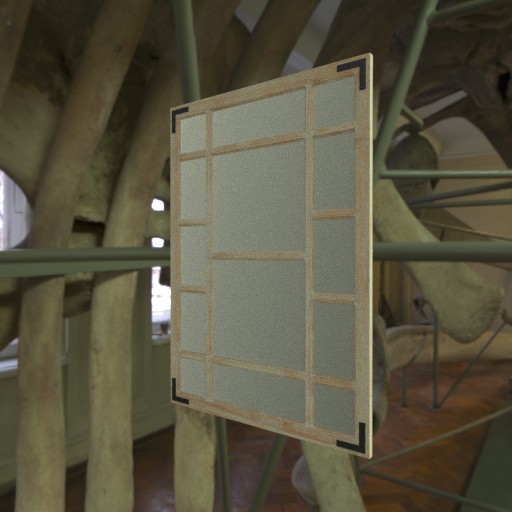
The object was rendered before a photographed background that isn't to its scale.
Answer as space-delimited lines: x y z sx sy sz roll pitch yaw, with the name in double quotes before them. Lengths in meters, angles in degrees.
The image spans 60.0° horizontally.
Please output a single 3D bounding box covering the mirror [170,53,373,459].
"mirror" 0.000 0.000 1.300 0.705 0.996 0.025 0 0 36
